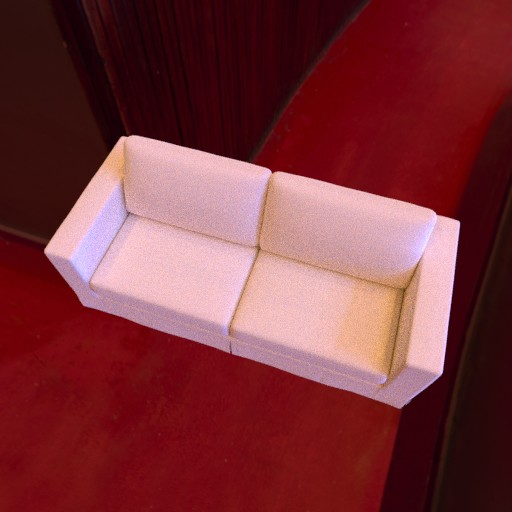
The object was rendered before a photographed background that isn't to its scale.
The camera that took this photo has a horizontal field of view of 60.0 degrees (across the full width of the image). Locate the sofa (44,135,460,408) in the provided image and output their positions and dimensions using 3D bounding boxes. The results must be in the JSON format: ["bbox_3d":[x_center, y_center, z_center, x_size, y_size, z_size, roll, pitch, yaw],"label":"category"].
[{"bbox_3d":[0.000,0.000,2.634,2.163,0.881,0.954,16,60,9],"label":"sofa"}]
